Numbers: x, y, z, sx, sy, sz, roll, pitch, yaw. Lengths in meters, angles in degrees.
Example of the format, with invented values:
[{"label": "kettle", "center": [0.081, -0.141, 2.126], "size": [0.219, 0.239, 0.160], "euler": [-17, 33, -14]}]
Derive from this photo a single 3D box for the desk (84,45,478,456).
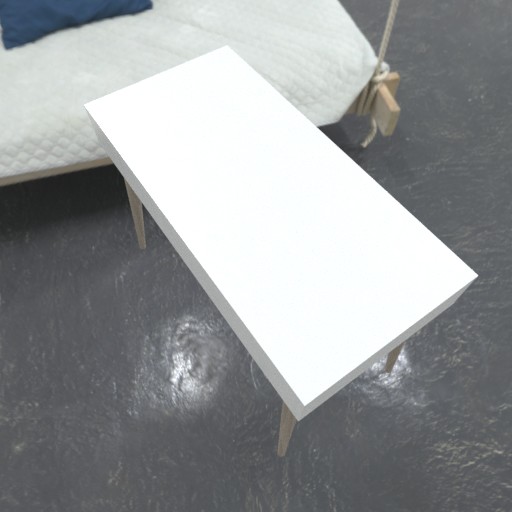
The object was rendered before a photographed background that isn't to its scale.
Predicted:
[{"label": "desk", "center": [0.000, 0.000, 1.389], "size": [0.491, 0.723, 0.979], "euler": [-31, 64, -17]}]
